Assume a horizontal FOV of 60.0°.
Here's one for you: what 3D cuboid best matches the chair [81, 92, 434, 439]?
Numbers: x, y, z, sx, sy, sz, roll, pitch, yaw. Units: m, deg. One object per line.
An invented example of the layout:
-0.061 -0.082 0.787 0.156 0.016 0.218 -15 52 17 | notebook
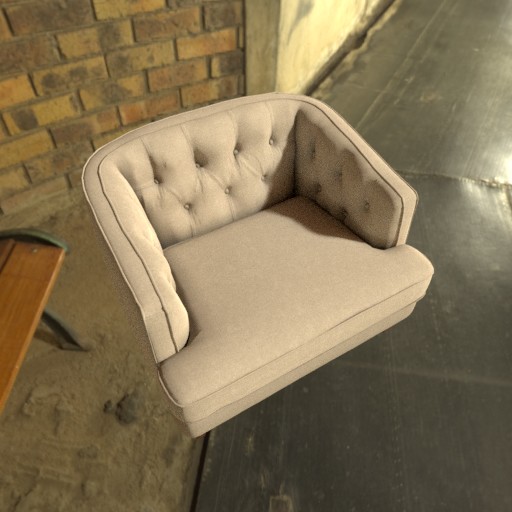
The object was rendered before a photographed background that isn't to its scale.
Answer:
0.000 0.000 1.777 1.104 0.852 0.941 -23 51 -21 | chair
